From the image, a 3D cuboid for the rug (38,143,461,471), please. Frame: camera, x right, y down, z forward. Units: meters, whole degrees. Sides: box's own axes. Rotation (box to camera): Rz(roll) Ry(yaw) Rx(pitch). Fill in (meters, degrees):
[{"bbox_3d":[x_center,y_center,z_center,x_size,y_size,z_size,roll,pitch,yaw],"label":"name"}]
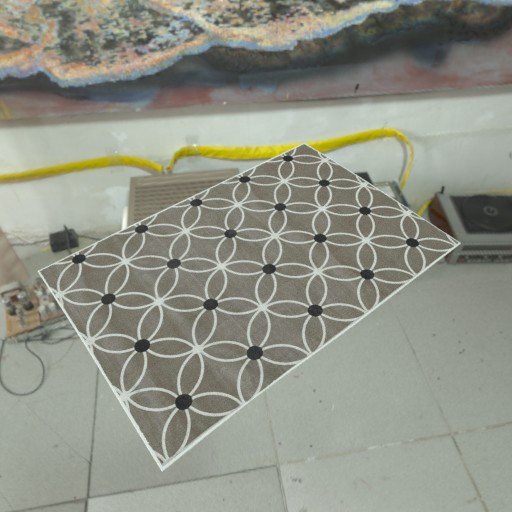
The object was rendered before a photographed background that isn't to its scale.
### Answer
[{"bbox_3d":[0.000,0.000,2.853,2.284,0.008,1.522,-31,54,-25],"label":"rug"}]
